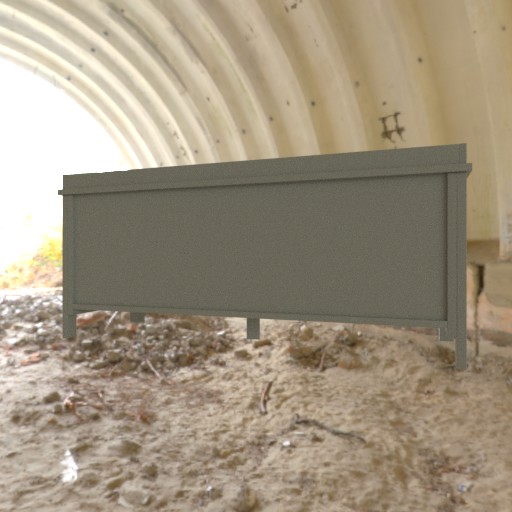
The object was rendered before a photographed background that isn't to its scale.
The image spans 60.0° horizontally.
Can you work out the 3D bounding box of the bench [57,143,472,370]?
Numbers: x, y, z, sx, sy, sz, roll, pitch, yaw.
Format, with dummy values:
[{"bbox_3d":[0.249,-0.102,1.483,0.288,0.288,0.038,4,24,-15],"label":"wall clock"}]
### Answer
[{"bbox_3d":[0.000,0.000,1.342,1.140,0.501,0.398,0,0,20],"label":"bench"}]
